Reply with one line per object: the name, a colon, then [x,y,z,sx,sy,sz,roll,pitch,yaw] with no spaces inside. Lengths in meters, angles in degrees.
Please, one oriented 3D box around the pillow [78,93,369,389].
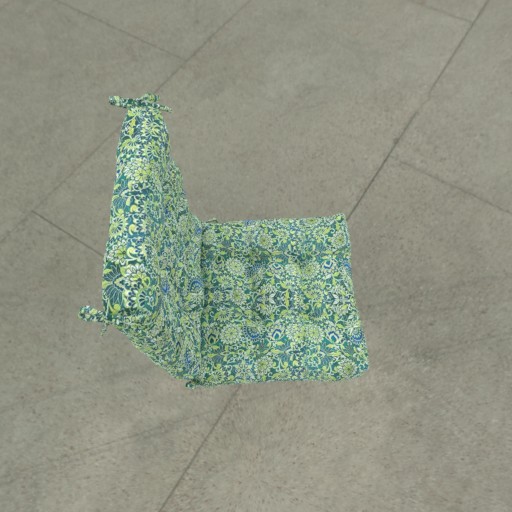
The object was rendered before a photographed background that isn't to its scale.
pillow: [0.000,0.000,1.035,0.571,0.605,0.519,-2,63,-1]
